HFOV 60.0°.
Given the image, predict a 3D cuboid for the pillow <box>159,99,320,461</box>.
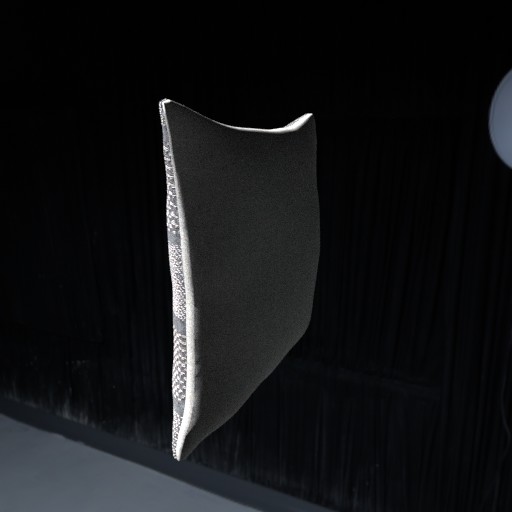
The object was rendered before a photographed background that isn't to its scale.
[{"bbox_3d":[0.000,0.000,0.681,0.138,0.432,0.435,8,17,26],"label":"pillow"}]
